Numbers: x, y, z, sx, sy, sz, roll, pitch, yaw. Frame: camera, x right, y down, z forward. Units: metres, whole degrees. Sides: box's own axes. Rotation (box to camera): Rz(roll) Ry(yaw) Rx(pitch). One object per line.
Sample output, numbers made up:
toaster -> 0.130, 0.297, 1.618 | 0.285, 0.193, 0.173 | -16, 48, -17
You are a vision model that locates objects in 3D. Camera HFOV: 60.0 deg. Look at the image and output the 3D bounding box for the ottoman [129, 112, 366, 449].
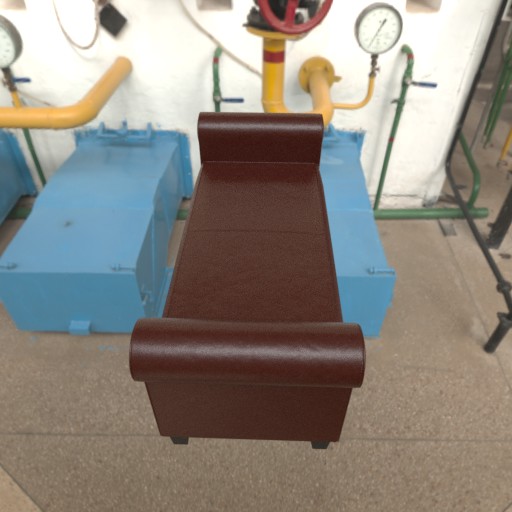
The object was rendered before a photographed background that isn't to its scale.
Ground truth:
ottoman -> 0.000, 0.000, 1.556 | 0.521, 0.547, 1.256 | 1, 42, 1
